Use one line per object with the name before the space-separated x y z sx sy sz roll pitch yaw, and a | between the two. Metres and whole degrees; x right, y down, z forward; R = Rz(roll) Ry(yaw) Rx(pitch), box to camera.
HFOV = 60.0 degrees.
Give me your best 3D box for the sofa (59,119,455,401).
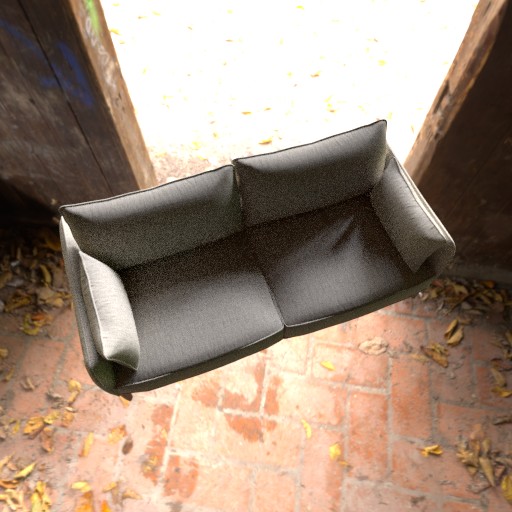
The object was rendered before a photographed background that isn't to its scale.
sofa | 0.000 0.000 2.523 1.989 0.860 0.991 -18 64 -9
